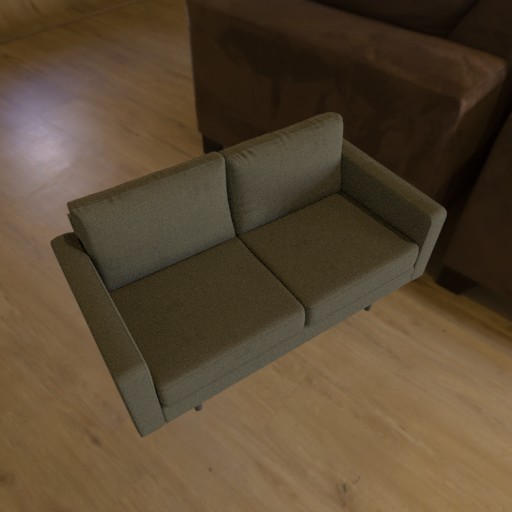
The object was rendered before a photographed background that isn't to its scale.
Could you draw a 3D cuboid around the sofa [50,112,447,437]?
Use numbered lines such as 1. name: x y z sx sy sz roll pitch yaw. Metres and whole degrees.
1. sofa: 0.000 0.000 2.278 1.730 0.897 0.889 -25 51 -22
